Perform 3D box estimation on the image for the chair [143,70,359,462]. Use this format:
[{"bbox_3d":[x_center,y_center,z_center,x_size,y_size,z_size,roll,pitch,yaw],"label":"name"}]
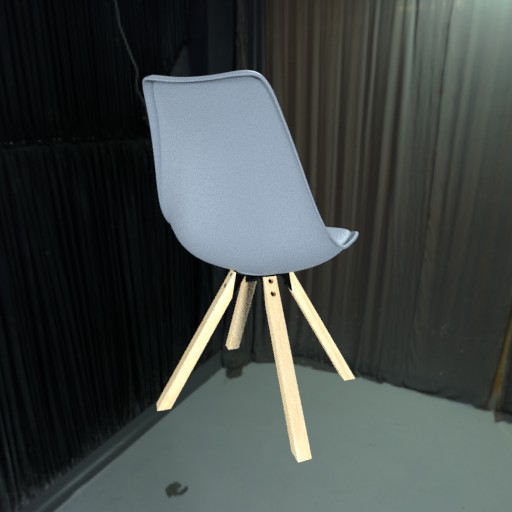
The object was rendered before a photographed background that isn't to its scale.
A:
[{"bbox_3d":[0.000,0.000,1.162,0.485,0.850,0.549,9,19,26],"label":"chair"}]
